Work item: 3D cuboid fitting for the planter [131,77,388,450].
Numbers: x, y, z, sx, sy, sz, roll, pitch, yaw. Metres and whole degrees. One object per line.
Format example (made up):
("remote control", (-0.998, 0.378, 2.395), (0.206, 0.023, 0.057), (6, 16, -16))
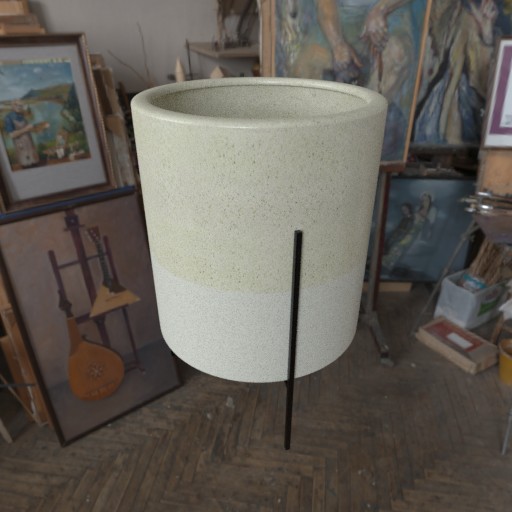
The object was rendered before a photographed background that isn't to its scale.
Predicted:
("planter", (0.000, 0.000, 0.692), (0.333, 0.483, 0.324), (8, 30, 13))
